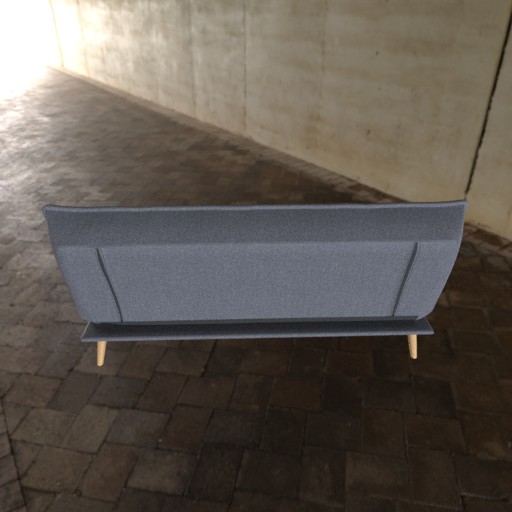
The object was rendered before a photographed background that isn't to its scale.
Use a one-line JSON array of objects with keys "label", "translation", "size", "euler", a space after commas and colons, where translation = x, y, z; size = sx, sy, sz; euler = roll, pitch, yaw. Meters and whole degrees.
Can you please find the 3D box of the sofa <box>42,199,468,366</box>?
[{"label": "sofa", "translation": [0.000, 0.000, 2.477], "size": [1.940, 0.890, 0.950], "euler": [-1, 29, -2]}]
